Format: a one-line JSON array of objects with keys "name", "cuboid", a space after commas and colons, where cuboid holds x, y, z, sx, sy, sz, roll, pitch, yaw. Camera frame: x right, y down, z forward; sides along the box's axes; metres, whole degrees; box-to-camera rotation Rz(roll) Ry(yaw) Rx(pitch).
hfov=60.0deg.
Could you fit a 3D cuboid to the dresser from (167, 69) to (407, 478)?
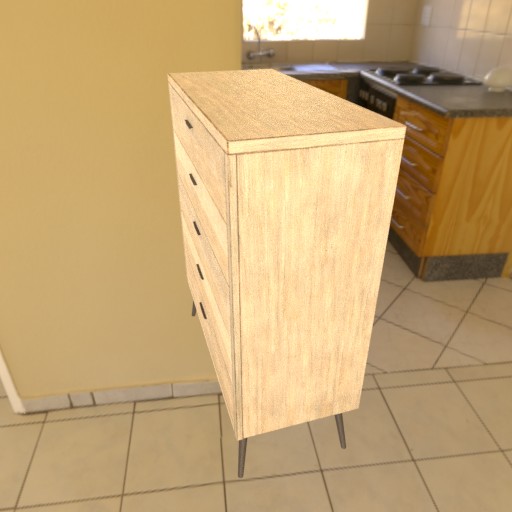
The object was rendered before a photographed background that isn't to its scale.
[{"name": "dresser", "cuboid": [0.000, 0.000, 1.738, 0.457, 1.219, 1.016, -9, 32, -15]}]
